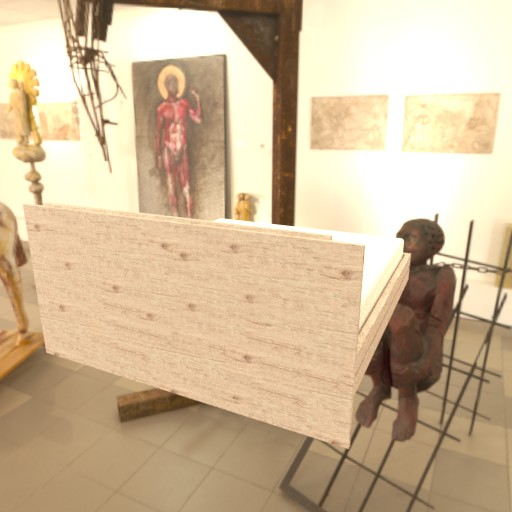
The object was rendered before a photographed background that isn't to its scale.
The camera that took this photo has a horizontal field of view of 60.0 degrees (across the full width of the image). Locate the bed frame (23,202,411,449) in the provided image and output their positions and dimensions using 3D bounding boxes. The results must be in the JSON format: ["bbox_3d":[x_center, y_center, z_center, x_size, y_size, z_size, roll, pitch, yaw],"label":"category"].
[{"bbox_3d":[0.000,0.000,3.154,1.950,0.970,2.080,8,19,25],"label":"bed frame"}]
